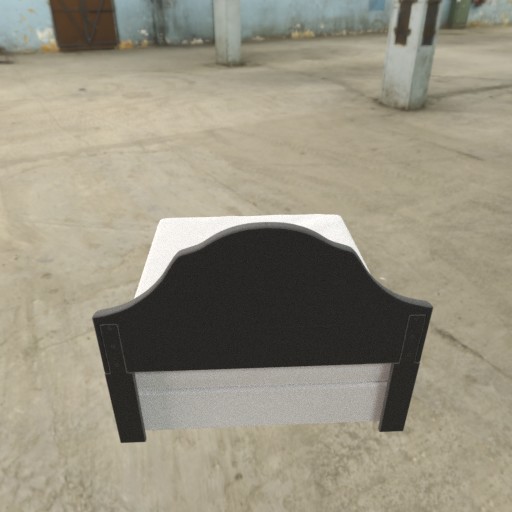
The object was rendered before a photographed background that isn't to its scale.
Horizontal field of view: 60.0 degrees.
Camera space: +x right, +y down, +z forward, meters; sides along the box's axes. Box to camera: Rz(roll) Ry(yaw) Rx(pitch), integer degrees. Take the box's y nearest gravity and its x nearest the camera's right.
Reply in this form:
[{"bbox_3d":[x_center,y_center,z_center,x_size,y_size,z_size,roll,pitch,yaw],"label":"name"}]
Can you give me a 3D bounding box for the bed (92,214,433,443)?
[{"bbox_3d":[0.000,0.000,3.610,2.008,1.615,2.214,-1,30,-2],"label":"bed"}]
